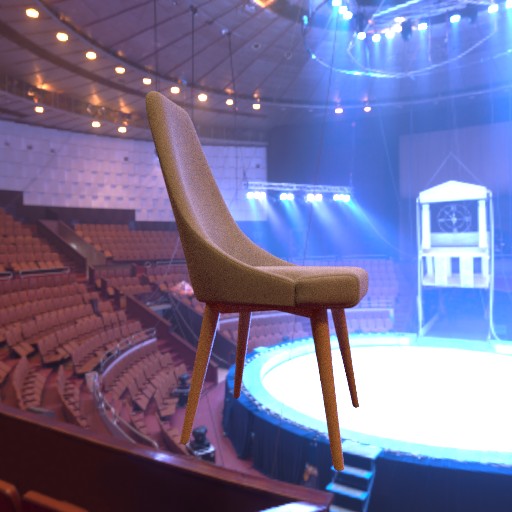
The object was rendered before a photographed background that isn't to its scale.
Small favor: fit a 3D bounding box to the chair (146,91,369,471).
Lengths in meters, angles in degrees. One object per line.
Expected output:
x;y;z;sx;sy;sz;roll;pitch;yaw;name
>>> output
0.000;0.000;1.379;0.660;1.040;0.510;0;0;18;chair
